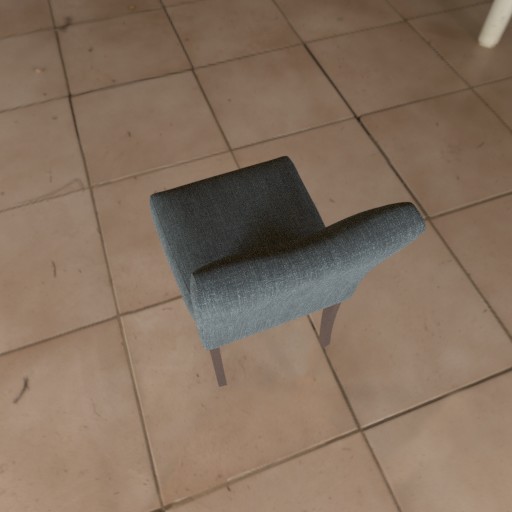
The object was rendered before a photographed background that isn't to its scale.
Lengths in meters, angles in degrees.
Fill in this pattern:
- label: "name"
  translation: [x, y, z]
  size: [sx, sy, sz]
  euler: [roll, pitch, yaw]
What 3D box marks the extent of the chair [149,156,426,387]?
- label: "chair"
  translation: [0.000, 0.000, 1.268]
  size: [0.487, 0.884, 0.629]
  euler: [-18, 60, -11]
